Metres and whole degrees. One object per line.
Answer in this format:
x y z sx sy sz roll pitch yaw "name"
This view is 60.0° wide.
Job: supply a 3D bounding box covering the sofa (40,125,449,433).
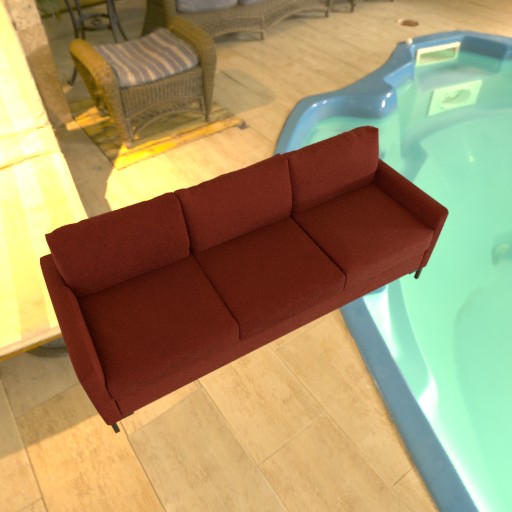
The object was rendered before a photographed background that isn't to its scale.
0.000 0.000 2.650 2.252 0.879 0.875 -23 51 -20 "sofa"
